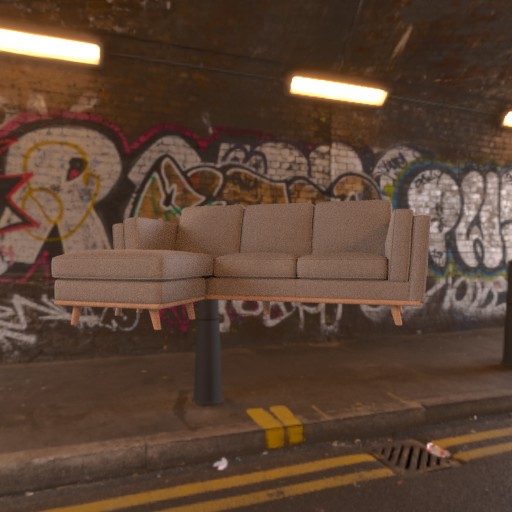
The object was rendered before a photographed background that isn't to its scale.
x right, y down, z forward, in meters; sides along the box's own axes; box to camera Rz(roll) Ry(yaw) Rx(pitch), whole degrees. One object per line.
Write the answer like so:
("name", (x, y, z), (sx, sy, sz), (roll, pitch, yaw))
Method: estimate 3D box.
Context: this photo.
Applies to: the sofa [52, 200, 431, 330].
("sofa", (0.000, 0.000, 3.286), (2.411, 0.929, 1.604), (0, 0, 19))
